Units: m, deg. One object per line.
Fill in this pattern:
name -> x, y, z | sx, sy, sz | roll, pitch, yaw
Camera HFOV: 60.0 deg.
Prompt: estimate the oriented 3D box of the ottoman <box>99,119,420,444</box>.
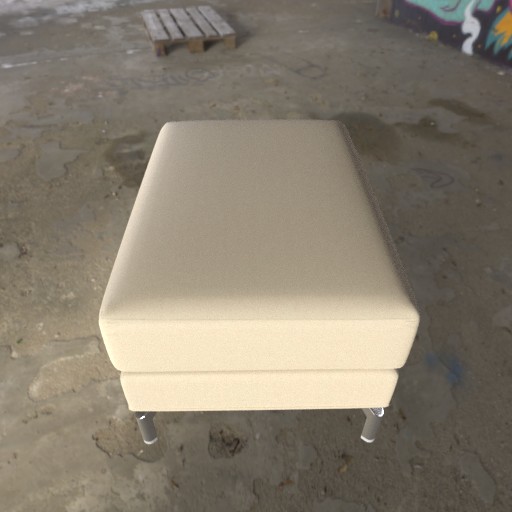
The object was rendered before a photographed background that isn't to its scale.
ottoman -> 0.000, 0.000, 1.209 | 0.581, 0.497, 0.835 | -1, 41, -1
